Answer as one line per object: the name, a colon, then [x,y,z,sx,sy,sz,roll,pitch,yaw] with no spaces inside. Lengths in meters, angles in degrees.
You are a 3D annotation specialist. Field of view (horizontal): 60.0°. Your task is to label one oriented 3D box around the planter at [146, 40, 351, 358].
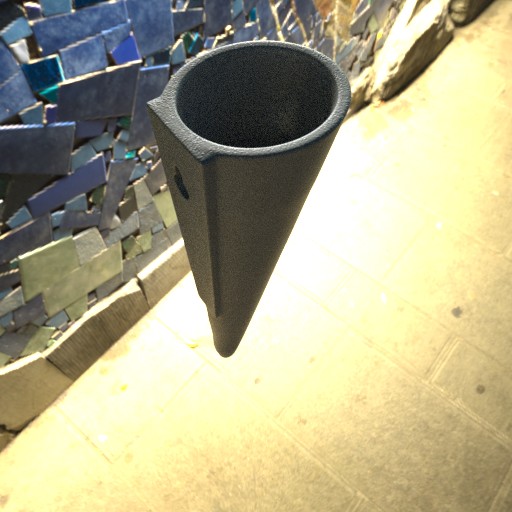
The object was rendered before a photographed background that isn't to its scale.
planter: [0.000,0.000,0.222,0.064,0.191,0.057,-31,62,-19]
